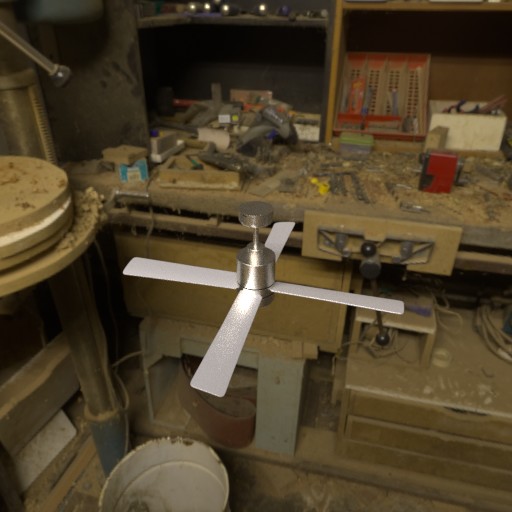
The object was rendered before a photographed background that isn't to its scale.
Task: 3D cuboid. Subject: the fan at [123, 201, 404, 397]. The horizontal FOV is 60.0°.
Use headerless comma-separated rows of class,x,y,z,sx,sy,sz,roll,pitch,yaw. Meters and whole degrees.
fan,0.000,0.000,2.284,1.525,0.539,1.525,8,32,13
